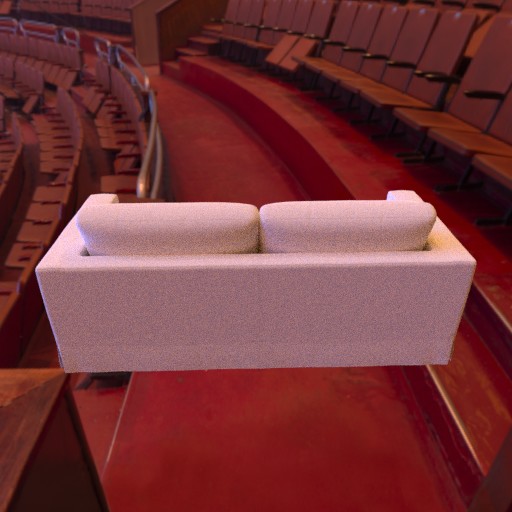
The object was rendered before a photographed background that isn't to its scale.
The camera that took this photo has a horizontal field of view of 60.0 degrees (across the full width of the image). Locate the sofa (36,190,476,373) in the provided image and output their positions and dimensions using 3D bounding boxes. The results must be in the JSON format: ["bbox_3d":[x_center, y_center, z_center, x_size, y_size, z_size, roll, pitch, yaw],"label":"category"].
[{"bbox_3d":[0.000,0.000,2.629,2.163,0.881,0.954,-1,30,-2],"label":"sofa"}]
